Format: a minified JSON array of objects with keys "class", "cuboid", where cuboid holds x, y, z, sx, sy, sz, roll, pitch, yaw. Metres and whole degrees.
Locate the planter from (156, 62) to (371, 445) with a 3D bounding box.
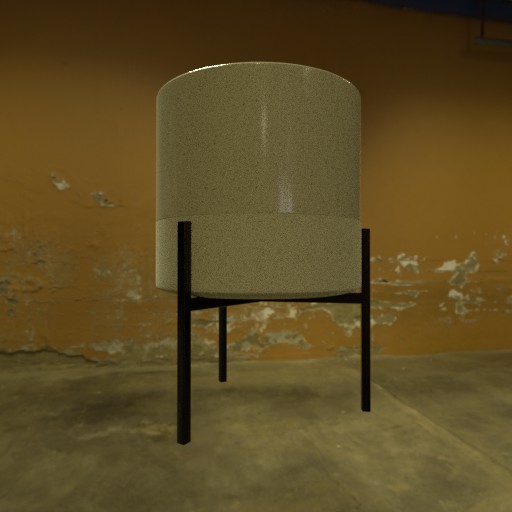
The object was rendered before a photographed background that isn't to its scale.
[{"class":"planter","cuboid":[0.000,0.000,0.334,0.152,0.230,0.159,0,-1,35]}]
